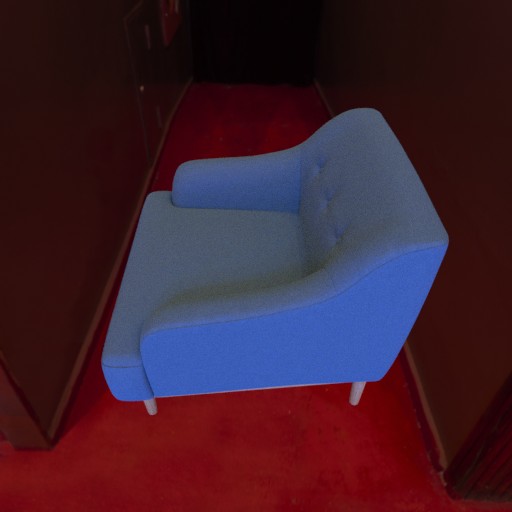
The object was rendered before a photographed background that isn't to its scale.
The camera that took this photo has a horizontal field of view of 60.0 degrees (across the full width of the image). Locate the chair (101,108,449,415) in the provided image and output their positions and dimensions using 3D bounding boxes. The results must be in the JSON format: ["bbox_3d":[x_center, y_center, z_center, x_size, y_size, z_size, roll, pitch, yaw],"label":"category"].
[{"bbox_3d":[0.000,0.000,1.625,0.951,0.818,0.946,-1,42,-1],"label":"chair"}]
